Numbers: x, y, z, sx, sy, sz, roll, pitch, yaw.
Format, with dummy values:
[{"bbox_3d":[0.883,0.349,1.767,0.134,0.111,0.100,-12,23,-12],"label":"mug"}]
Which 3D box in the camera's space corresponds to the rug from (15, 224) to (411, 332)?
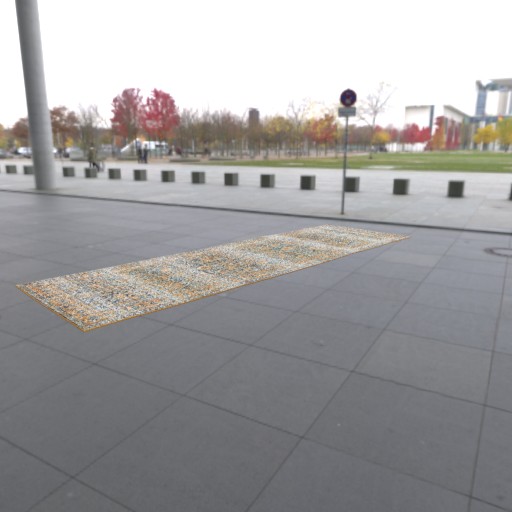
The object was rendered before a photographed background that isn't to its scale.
[{"bbox_3d":[0.000,0.000,2.489,2.294,0.014,0.704,-13,19,-43],"label":"rug"}]
